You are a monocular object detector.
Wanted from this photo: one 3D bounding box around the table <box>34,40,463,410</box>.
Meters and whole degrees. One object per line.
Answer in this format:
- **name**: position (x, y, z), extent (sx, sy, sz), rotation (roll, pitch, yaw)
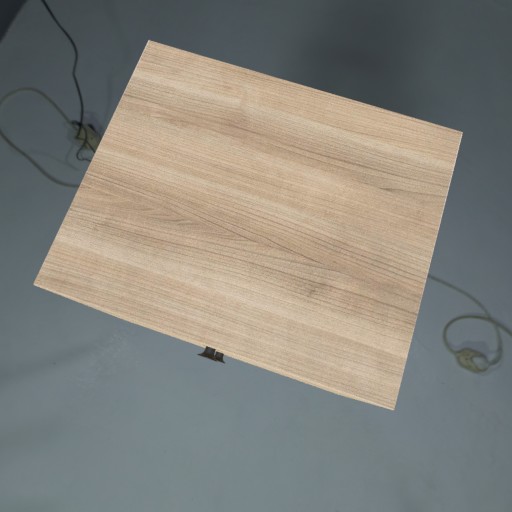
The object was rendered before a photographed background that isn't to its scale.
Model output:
- **table**: position (0.000, 0.000, 0.777), extent (0.445, 0.460, 0.380), rotation (18, 76, 5)
